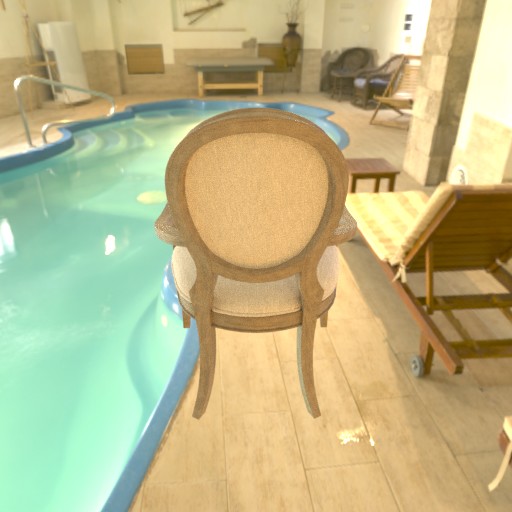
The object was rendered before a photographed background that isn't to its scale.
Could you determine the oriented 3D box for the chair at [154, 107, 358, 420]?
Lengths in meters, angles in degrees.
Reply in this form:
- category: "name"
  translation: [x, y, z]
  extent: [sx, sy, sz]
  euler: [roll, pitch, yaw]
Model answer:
- category: "chair"
  translation: [0.000, 0.000, 1.394]
  extent: [0.611, 0.991, 0.602]
  euler: [0, 28, -1]
